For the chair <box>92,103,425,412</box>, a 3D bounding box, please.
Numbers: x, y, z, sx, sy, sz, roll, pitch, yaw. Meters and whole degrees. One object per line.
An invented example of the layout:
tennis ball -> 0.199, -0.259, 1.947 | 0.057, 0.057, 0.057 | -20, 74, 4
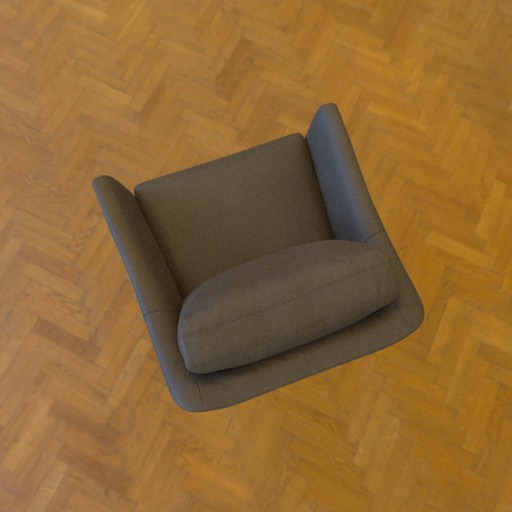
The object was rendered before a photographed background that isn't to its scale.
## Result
chair -> 0.000, 0.000, 1.723 | 0.988, 0.901, 0.961 | -19, 76, -5
